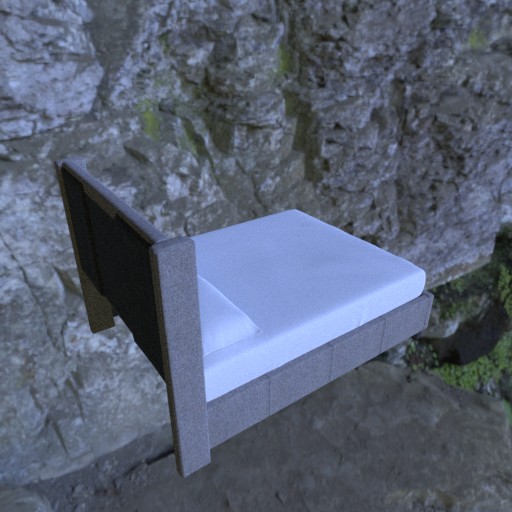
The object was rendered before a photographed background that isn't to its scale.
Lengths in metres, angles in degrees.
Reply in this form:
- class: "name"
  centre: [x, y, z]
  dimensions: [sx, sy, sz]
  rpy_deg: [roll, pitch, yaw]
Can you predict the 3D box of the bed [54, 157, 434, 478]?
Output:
- class: "bed"
  centre: [0.000, 0.000, 3.376]
  dimensions: [2.245, 1.476, 1.714]
  rpy_deg: [-18, 33, -31]
